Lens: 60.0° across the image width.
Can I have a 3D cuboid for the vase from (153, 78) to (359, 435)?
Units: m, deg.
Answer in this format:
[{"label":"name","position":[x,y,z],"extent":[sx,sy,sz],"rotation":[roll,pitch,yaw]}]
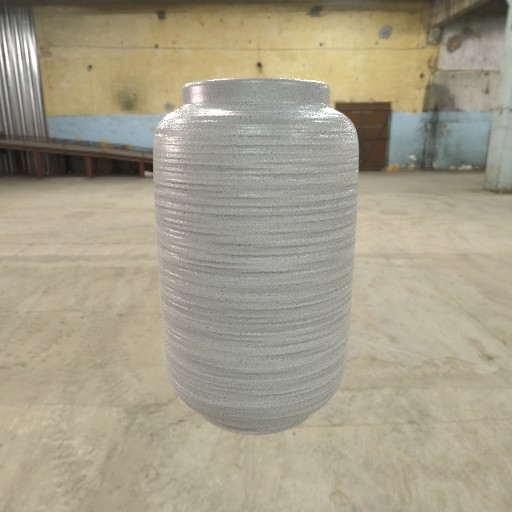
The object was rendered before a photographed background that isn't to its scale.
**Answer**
[{"label":"vase","position":[0.000,0.000,0.466],"extent":[0.202,0.335,0.202],"rotation":[0,16,0]}]
